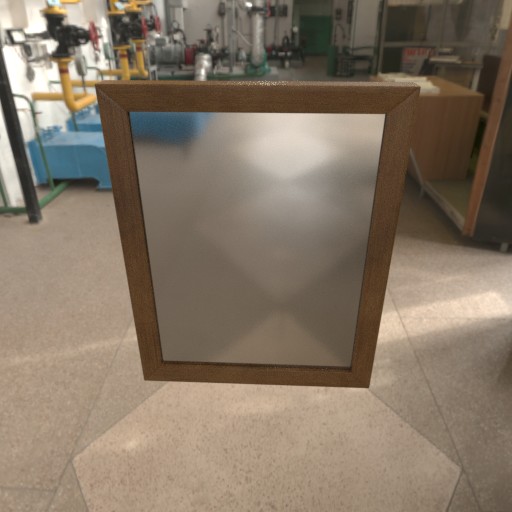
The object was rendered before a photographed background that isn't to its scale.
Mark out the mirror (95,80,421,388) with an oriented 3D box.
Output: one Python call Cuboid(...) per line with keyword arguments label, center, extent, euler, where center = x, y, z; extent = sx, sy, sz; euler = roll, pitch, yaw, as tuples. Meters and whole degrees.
Cuboid(label="mirror", center=(0.000, 0.000, 0.691), extent=(0.405, 0.508, 0.041), euler=(1, 29, 2))
